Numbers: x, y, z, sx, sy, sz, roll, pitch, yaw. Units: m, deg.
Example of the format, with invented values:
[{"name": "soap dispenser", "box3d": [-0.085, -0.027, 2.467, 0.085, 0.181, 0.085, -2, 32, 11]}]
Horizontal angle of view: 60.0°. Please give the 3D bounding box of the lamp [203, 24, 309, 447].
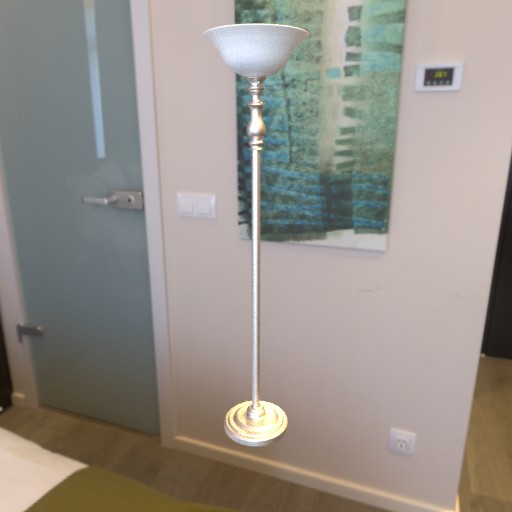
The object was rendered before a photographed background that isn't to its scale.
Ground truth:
[{"name": "lamp", "box3d": [0.000, 0.000, 1.956, 0.405, 1.771, 0.405, -3, 16, -9]}]
